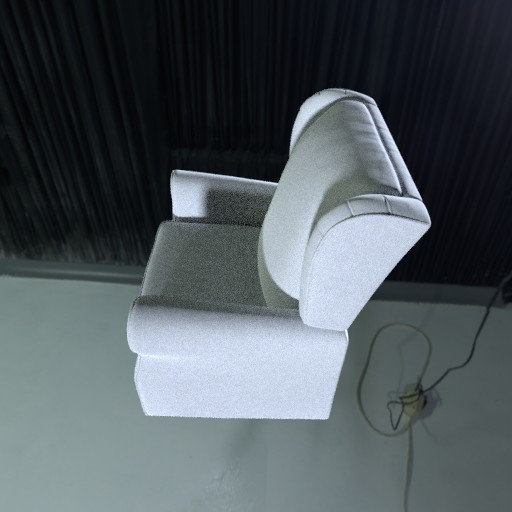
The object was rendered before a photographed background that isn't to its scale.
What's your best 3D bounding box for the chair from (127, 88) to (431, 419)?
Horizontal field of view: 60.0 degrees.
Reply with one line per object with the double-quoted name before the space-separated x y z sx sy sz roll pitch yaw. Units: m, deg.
"chair" 0.000 0.000 1.634 0.854 0.967 0.906 0 41 1
